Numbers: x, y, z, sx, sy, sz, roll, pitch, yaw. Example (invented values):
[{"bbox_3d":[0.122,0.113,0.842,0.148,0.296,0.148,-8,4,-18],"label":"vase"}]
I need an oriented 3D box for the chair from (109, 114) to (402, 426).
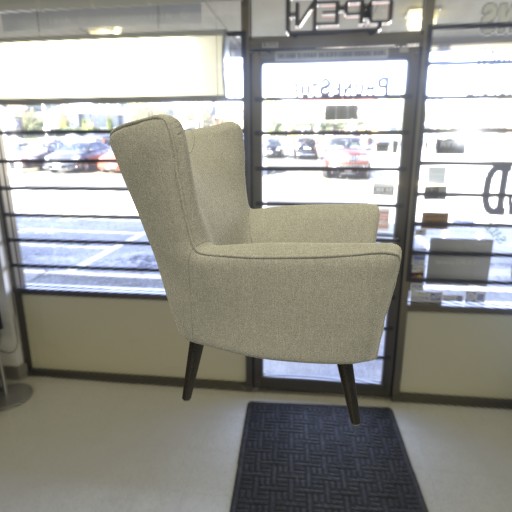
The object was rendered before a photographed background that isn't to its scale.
[{"bbox_3d":[0.000,0.000,1.568,0.888,0.933,0.781,3,16,10],"label":"chair"}]
